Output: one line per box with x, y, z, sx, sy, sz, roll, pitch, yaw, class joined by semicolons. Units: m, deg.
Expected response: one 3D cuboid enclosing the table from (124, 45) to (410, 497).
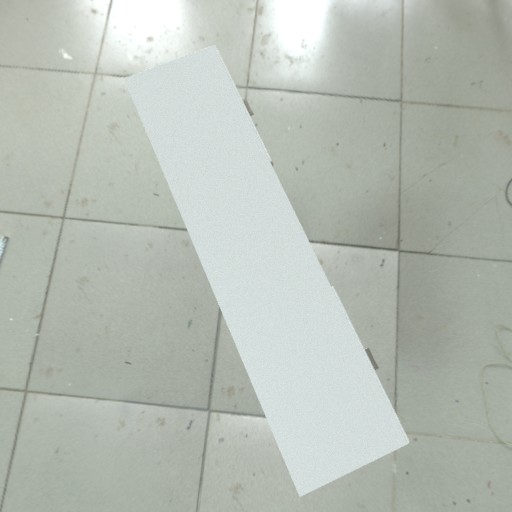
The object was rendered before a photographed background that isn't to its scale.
0.000;0.000;1.715;0.400;0.440;1.550;-23;77;-6;table
